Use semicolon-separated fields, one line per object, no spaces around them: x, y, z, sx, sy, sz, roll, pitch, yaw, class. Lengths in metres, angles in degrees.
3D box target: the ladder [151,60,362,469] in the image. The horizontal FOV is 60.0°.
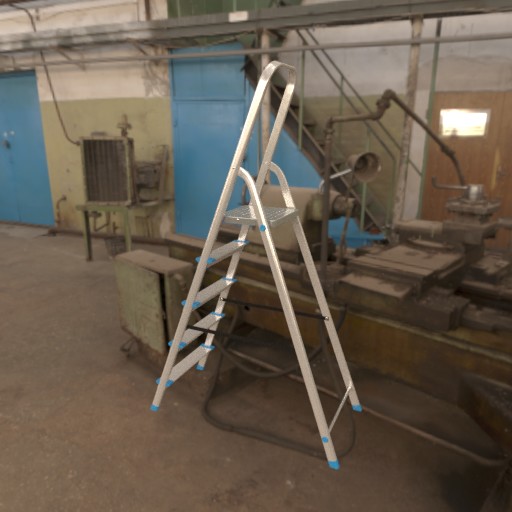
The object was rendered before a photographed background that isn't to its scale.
0.000;0.000;2.060;0.990;1.648;0.468;7;18;24;ladder
